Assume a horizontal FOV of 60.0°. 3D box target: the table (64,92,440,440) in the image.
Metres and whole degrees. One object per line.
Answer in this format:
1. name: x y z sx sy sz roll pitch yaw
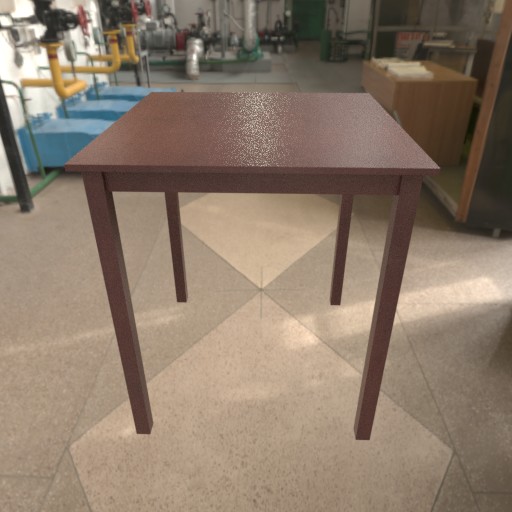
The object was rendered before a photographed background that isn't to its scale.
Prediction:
1. table: 0.000 0.000 1.636 0.861 0.991 0.861 1 31 2
